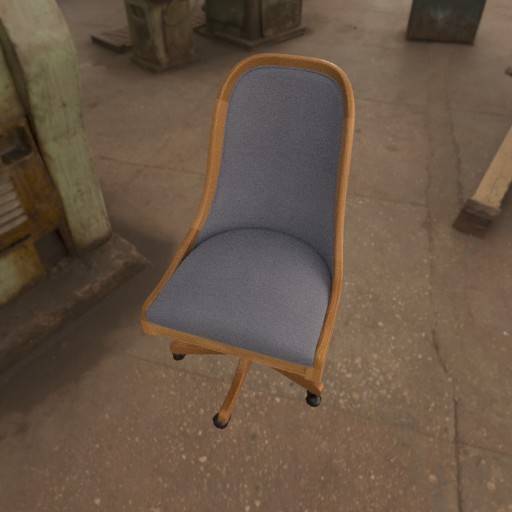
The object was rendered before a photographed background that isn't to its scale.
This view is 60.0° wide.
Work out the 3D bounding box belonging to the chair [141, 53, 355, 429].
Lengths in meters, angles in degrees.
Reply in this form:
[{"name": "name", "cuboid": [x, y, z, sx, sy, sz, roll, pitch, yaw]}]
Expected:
[{"name": "chair", "cuboid": [0.000, 0.000, 1.445, 0.605, 1.031, 0.735, 13, 44, 14]}]
